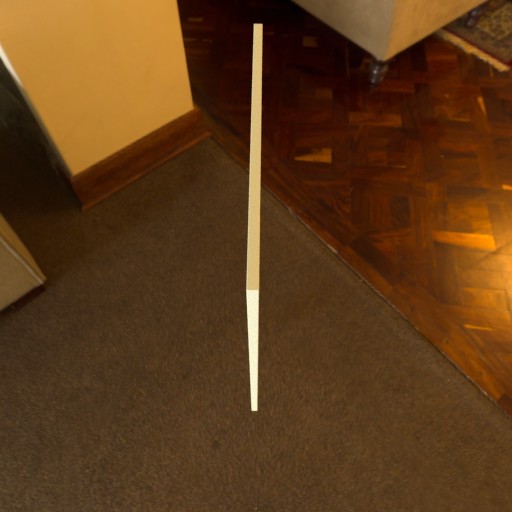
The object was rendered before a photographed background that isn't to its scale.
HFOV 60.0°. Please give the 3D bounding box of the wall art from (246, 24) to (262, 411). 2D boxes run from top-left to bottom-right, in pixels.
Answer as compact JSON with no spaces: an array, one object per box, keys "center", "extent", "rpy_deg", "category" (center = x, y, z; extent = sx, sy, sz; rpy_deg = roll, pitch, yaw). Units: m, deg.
[{"center":[0.000,0.000,0.860],"extent":[0.013,0.656,0.456],"rpy_deg":[1,60,0],"category":"wall art"}]
